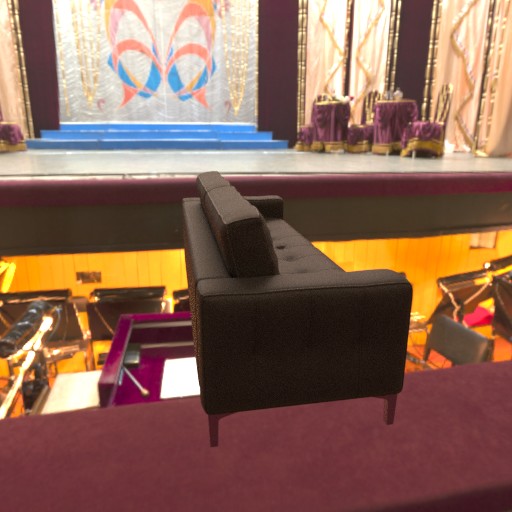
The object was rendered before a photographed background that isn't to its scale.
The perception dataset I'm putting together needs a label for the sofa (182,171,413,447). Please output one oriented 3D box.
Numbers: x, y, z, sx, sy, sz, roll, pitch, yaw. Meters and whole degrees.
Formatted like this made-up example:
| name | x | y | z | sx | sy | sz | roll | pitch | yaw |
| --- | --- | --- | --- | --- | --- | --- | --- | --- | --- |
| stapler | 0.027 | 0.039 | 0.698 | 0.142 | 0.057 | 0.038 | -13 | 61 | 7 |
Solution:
| name | x | y | z | sx | sy | sz | roll | pitch | yaw |
| --- | --- | --- | --- | --- | --- | --- | --- | --- | --- |
| sofa | 0.000 | 0.000 | 2.713 | 0.833 | 0.893 | 2.275 | -3 | 16 | -10 |
